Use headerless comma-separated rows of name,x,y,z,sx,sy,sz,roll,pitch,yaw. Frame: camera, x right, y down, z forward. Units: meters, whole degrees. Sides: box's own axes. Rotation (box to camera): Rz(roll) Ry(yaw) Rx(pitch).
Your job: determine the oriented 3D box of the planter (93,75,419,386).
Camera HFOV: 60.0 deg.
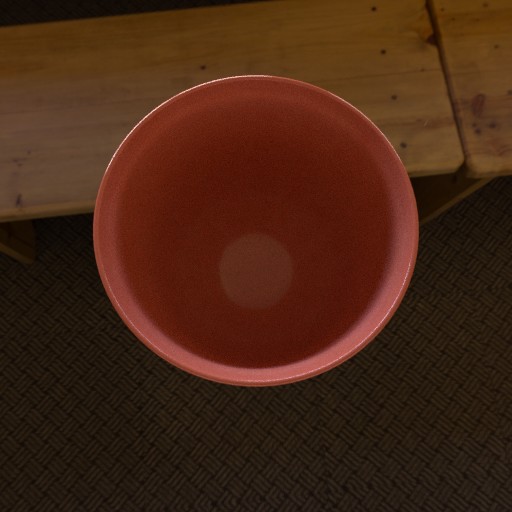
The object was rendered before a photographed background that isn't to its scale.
planter,0.000,0.000,0.492,0.266,0.270,0.266,0,76,0
